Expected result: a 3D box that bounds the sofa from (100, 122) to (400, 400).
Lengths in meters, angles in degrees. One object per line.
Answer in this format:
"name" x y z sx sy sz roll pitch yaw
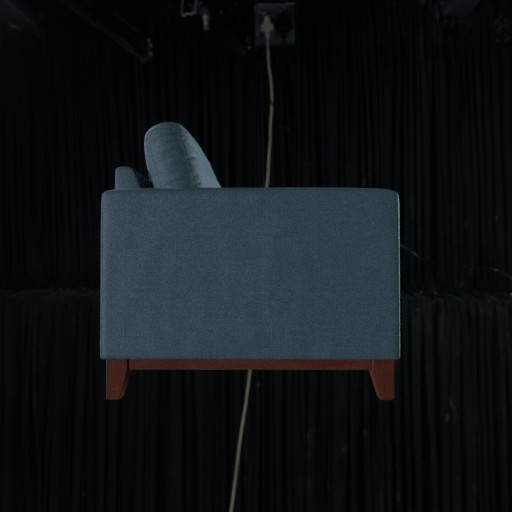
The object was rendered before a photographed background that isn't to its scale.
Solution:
"sofa" 0.000 0.000 2.085 0.955 0.903 1.489 0 -1 0
